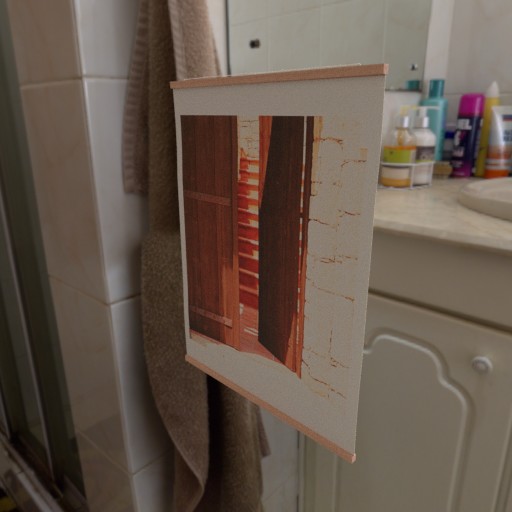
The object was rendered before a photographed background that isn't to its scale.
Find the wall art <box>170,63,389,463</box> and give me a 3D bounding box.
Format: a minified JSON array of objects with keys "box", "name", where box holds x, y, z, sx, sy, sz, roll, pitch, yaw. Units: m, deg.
[{"box":[0.000,0.000,1.317,0.020,1.013,0.758,-17,24,-42],"name":"wall art"}]
